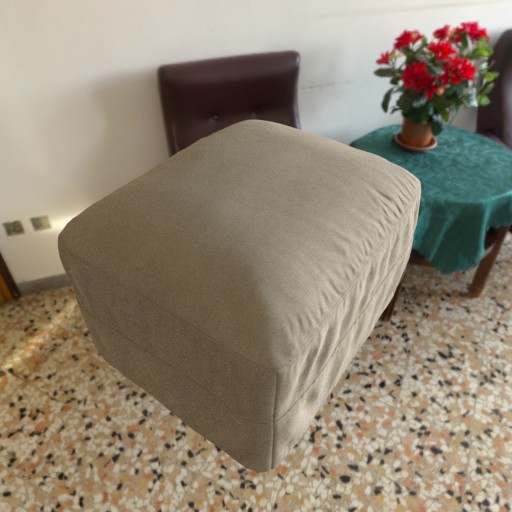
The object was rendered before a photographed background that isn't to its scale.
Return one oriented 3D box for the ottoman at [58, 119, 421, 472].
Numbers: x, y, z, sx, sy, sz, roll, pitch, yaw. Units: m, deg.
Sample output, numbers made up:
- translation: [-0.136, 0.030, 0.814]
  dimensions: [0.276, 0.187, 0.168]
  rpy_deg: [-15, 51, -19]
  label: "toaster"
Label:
- translation: [0.000, 0.000, 1.068]
  dimensions: [0.584, 0.480, 0.712]
  rpy_deg: [25, 47, 26]
  label: "ottoman"
